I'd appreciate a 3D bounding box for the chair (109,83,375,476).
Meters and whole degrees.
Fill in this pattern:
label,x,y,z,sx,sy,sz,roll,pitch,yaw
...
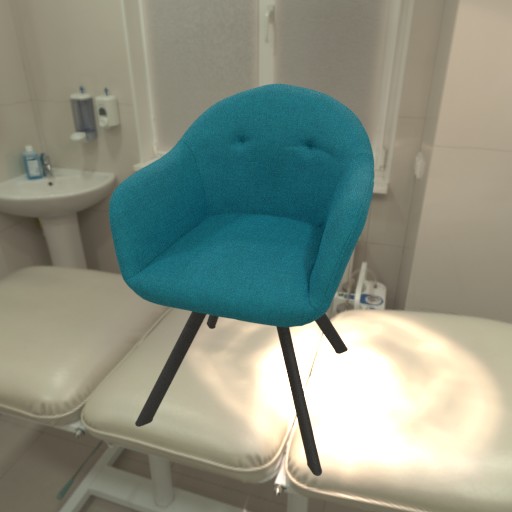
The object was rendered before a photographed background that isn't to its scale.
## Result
label,x,y,z,sx,sy,sz,roll,pitch,yaw
chair,0.000,0.000,1.136,0.545,0.775,0.565,8,28,16
